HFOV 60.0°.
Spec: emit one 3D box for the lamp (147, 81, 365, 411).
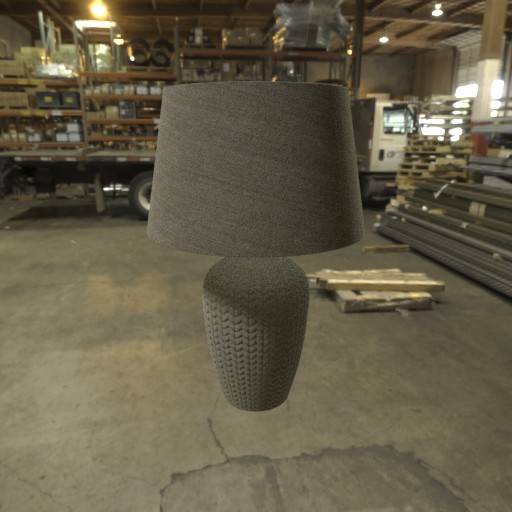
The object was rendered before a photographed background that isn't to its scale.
[{"bbox_3d":[0.000,0.000,0.828,0.390,0.580,0.390,0,16,0],"label":"lamp"}]
